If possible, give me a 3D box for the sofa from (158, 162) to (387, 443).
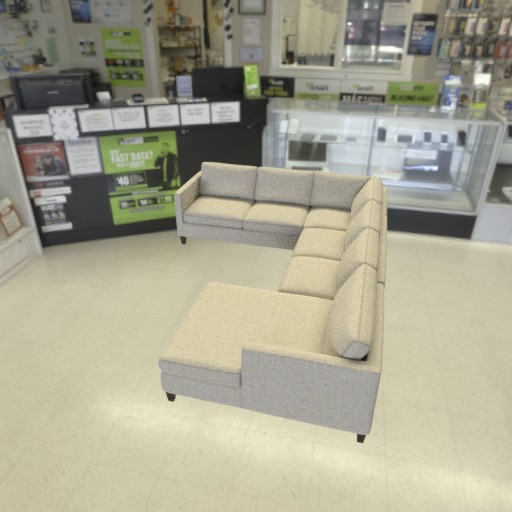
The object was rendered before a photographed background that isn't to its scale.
[{"bbox_3d":[0.000,0.000,4.560,2.551,0.889,3.403,8,30,13],"label":"sofa"}]
